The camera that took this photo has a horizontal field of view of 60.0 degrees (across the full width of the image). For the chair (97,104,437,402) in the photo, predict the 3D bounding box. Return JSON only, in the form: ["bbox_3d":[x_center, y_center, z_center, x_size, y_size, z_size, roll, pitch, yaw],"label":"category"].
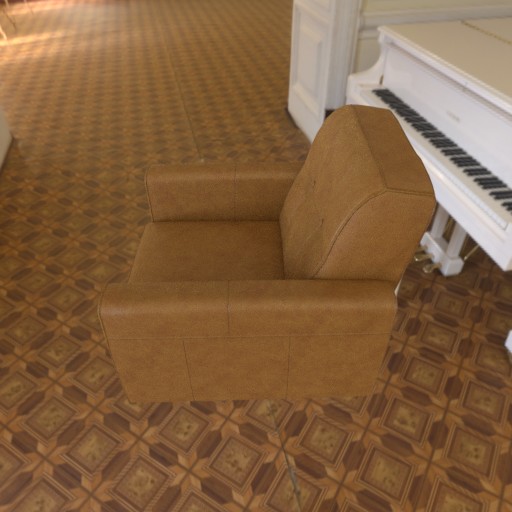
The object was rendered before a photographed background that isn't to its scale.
[{"bbox_3d":[0.000,0.000,1.635,0.942,0.968,0.845,0,40,0],"label":"chair"}]
